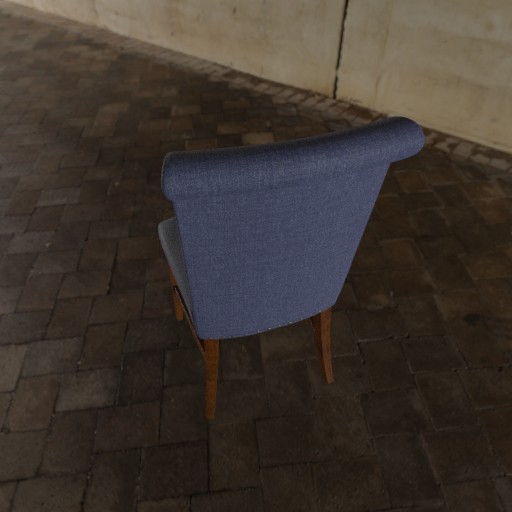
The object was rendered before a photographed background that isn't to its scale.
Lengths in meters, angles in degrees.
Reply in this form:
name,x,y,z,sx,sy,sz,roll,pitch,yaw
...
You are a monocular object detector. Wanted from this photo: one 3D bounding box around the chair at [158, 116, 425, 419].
name,x,y,z,sx,sy,sz,roll,pitch,yaw
chair,0.000,0.000,1.302,0.513,0.988,0.608,-13,44,-14
